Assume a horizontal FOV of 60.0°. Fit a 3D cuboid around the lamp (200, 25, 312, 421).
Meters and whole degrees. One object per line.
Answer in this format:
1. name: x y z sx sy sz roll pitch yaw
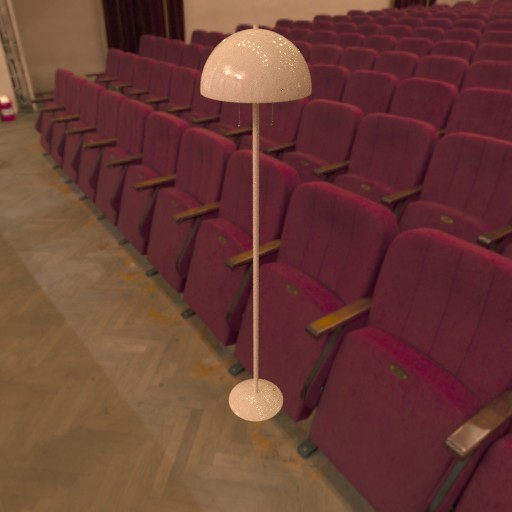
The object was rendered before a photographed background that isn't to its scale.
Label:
1. lamp: 0.000 0.000 1.601 0.328 1.480 0.328 -19 35 -29
